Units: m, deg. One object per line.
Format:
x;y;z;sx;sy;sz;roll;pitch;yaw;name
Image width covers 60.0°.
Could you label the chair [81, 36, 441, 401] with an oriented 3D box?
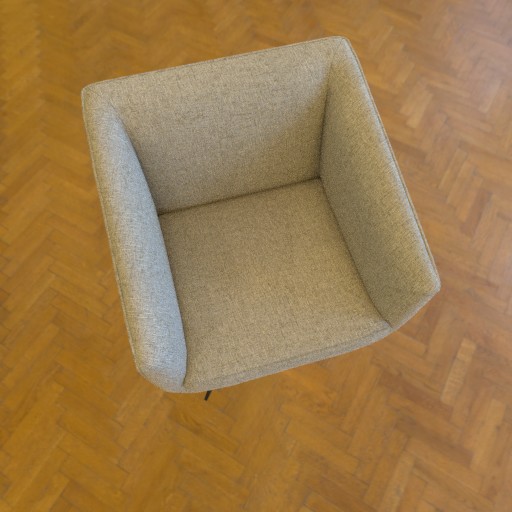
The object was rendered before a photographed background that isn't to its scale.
0.000;0.000;1.185;0.628;0.760;0.623;-14;65;-7;chair
